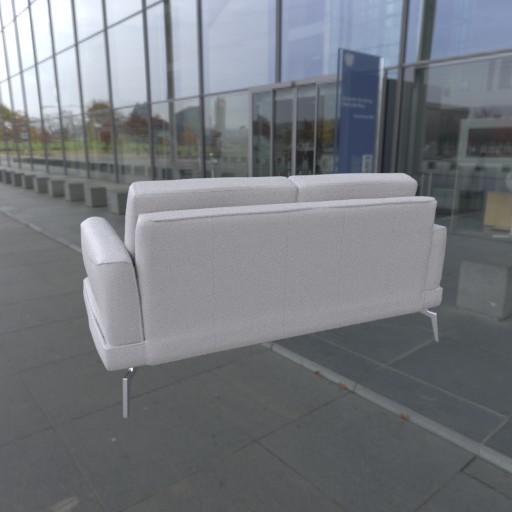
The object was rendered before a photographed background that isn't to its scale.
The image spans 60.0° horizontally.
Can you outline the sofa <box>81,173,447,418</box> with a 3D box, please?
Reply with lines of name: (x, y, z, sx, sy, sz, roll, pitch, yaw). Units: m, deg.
sofa: (0.000, 0.000, 2.486, 1.819, 0.930, 1.121, -6, 15, -24)
